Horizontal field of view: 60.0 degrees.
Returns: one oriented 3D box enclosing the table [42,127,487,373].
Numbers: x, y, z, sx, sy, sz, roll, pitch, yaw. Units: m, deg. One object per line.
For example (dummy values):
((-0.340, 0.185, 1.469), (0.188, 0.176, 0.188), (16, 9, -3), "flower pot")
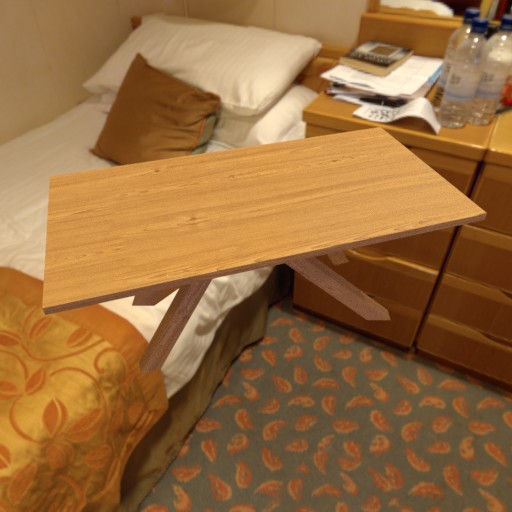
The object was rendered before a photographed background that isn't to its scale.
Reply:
((0.000, 0.000, 2.264), (1.797, 0.750, 0.901), (-12, 42, -13), "table")
